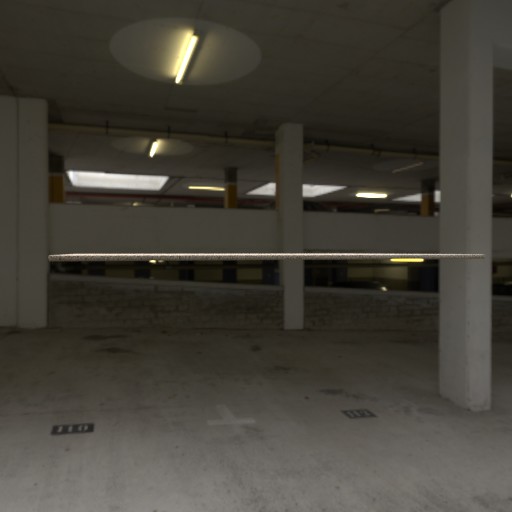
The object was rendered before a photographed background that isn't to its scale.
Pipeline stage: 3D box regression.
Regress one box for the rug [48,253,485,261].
[{"bbox_3d":[0.000,0.000,2.952,2.346,0.025,1.500,0,1,-18],"label":"rug"}]
